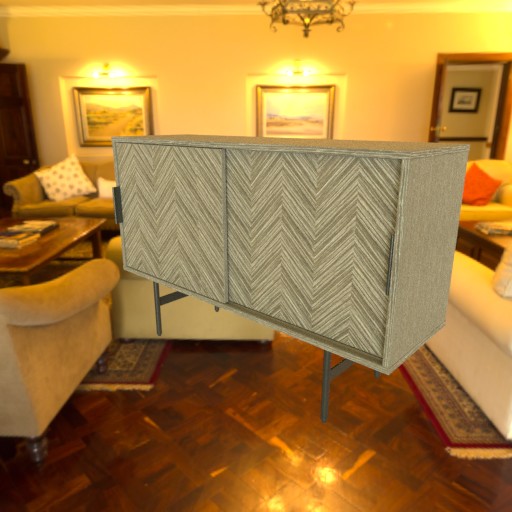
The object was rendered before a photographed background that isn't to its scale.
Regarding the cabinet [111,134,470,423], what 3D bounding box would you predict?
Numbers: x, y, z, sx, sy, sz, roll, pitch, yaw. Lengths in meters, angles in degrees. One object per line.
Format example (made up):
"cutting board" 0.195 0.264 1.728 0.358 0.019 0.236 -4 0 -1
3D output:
"cabinet" 0.000 0.000 1.551 1.194 0.787 0.405 15 23 40
